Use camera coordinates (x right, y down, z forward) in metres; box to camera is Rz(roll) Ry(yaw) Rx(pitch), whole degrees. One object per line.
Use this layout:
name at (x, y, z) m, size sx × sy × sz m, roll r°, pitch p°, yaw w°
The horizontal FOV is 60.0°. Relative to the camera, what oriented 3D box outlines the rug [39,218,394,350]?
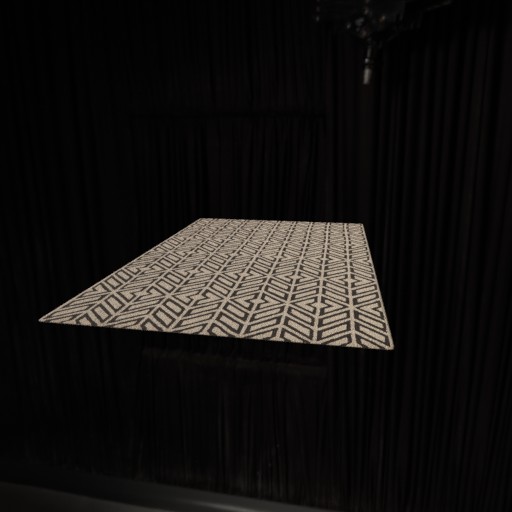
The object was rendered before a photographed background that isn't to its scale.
rug at (0.000, 0.000, 2.980) m, size 1.523 × 0.008 × 2.438 m, roll 3°, pitch 16°, yaw 10°
